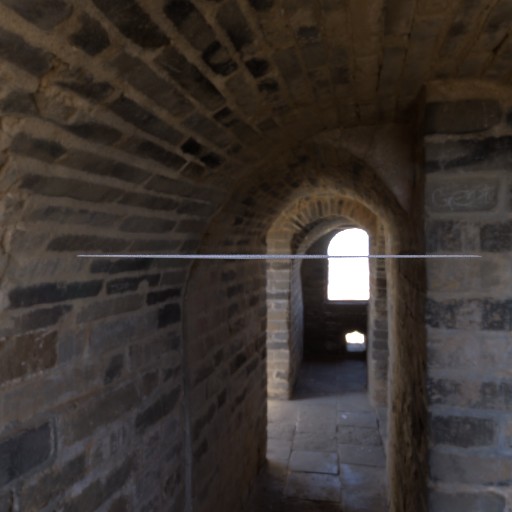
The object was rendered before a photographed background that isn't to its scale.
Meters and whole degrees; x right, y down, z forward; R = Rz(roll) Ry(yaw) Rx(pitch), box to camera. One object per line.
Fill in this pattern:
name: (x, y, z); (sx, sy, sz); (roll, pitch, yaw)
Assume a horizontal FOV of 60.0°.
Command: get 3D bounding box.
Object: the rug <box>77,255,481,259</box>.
rug: (0.000, 0.000, 4.163); (2.438, 0.012, 3.048); (0, 0, -37)
